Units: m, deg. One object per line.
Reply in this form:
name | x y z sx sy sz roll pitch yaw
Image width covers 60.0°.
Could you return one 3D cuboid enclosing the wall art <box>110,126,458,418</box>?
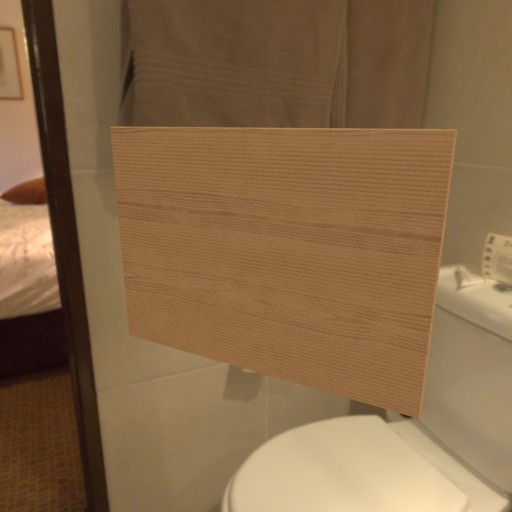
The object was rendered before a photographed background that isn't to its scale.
wall art | 0.000 0.000 1.096 0.841 0.609 0.063 9 19 27
